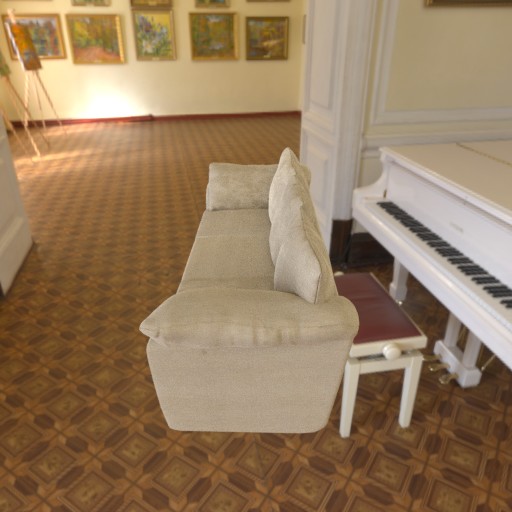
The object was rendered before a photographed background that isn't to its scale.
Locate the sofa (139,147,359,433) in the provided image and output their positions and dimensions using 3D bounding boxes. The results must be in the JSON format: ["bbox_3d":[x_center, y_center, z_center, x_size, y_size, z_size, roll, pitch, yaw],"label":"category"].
[{"bbox_3d":[0.000,0.000,2.863,0.893,0.981,2.377,1,27,1],"label":"sofa"}]
